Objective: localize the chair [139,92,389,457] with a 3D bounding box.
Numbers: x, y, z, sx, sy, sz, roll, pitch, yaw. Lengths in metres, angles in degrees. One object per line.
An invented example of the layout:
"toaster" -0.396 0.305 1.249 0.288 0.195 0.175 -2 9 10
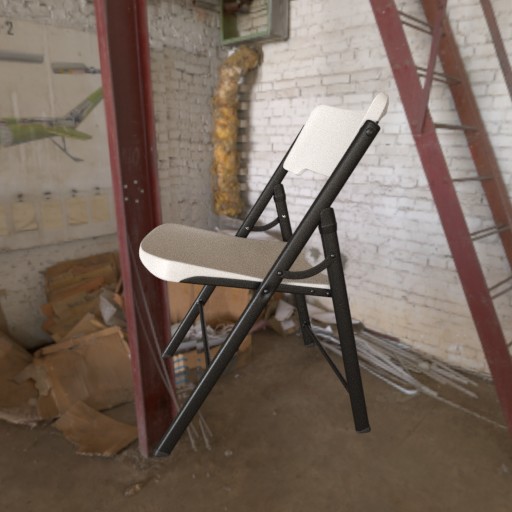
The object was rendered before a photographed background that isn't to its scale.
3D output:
"chair" 0.000 0.000 1.137 0.577 0.765 0.482 -3 16 -9
